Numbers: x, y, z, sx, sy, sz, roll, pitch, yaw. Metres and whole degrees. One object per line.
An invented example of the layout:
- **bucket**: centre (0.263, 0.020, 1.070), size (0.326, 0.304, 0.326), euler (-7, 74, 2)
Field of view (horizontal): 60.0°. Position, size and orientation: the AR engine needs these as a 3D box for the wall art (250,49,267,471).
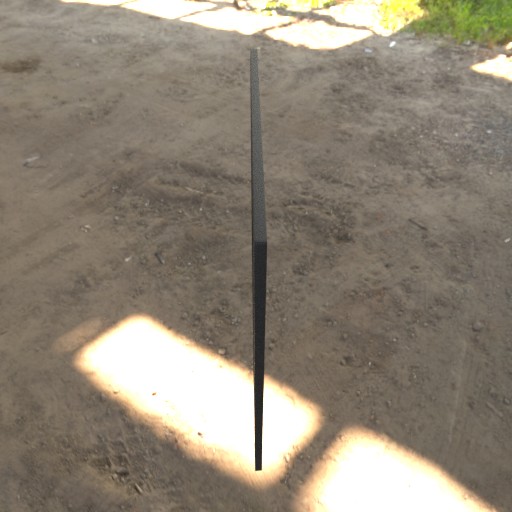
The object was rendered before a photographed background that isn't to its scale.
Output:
- **wall art**: centre (0.000, 0.000, 0.979), size (0.016, 0.659, 0.663), euler (-1, 43, -1)
